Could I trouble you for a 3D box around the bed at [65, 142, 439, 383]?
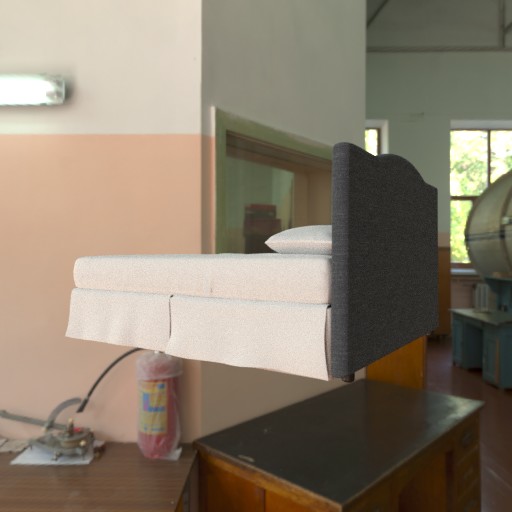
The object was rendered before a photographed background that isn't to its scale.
[{"bbox_3d":[0.000,0.000,4.035,2.689,1.457,2.161,0,0,35],"label":"bed"}]
